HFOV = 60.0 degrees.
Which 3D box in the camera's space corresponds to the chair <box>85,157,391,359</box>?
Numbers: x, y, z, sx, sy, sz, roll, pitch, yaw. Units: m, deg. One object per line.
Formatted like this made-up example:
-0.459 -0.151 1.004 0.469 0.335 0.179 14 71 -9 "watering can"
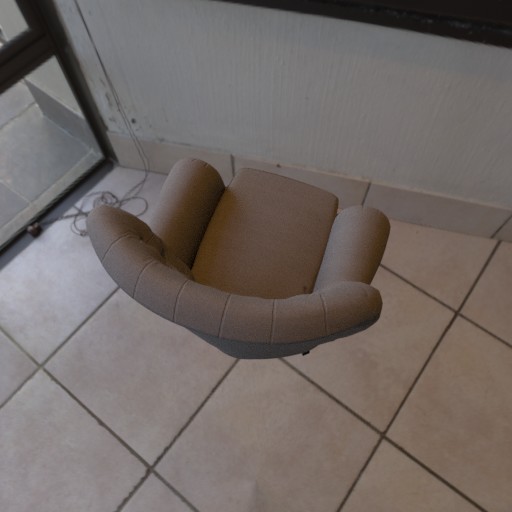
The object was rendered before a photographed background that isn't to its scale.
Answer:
0.000 0.000 1.802 0.983 1.046 0.983 17 64 8 "chair"
